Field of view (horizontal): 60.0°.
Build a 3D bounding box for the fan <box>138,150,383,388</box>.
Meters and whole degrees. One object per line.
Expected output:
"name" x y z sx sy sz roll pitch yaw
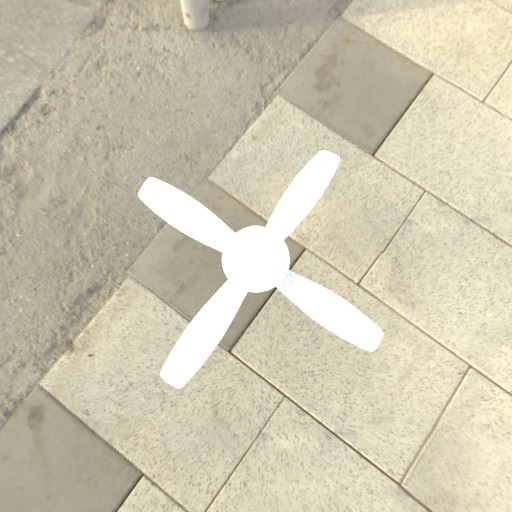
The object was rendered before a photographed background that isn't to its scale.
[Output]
"fan" 0.000 0.000 2.518 1.693 0.382 1.694 34 78 8
